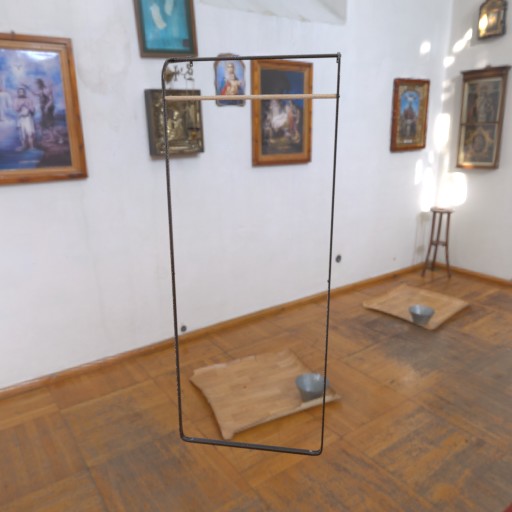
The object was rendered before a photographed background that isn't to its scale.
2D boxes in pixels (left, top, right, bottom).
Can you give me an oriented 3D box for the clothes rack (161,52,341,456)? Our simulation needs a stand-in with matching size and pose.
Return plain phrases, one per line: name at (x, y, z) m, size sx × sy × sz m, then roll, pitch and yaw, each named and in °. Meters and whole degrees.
clothes rack at (0.000, 0.000, 1.807) m, size 0.609 × 1.574 × 0.349 m, roll 2°, pitch 15°, yaw 9°
